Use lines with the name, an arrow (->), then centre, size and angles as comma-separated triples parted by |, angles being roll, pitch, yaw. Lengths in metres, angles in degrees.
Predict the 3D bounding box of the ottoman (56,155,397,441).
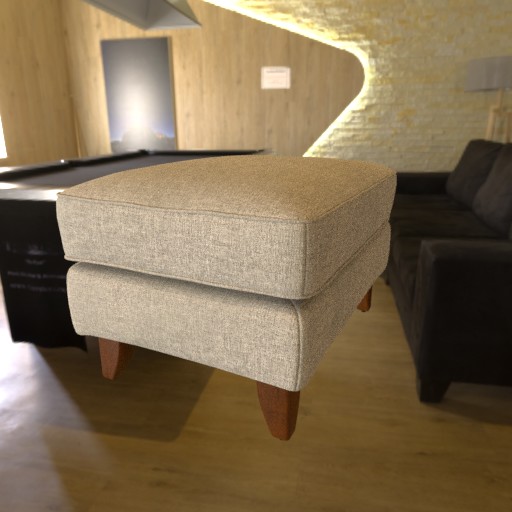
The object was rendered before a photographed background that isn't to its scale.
ottoman -> 0.000, 0.000, 1.315 | 0.661, 0.561, 0.889 | 8, 19, 25
